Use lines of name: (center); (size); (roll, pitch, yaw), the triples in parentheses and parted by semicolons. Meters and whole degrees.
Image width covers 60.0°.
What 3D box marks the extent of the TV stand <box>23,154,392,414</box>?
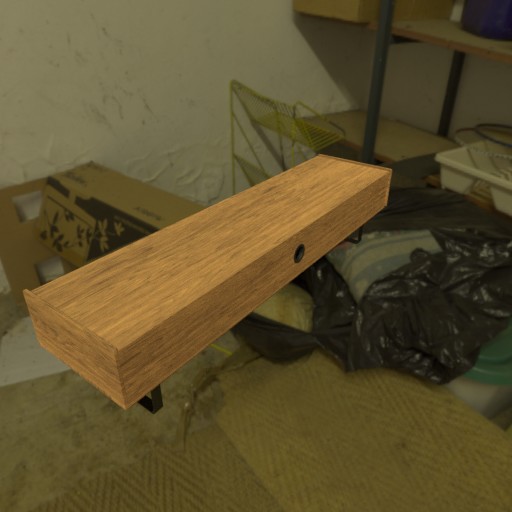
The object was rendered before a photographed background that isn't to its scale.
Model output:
TV stand: (0.000, 0.000, 1.983); (0.467, 0.415, 1.796); (21, 36, 32)
